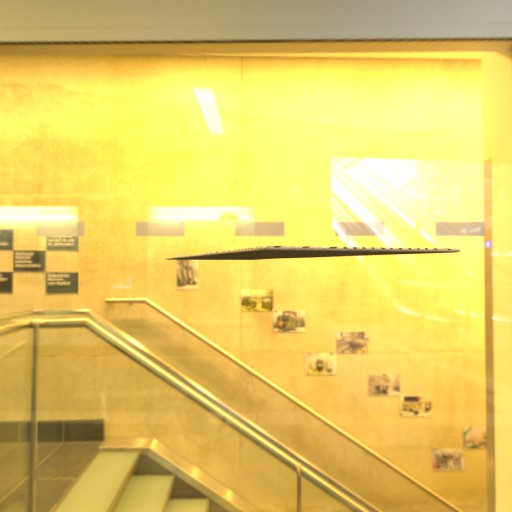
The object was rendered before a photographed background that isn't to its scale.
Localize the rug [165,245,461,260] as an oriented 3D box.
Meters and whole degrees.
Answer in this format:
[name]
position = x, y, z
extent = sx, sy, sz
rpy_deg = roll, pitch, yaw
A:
[rug]
position = 0.000, 0.000, 2.657
extent = 0.773, 0.020, 2.439
rpy_deg = 0, -1, -19
